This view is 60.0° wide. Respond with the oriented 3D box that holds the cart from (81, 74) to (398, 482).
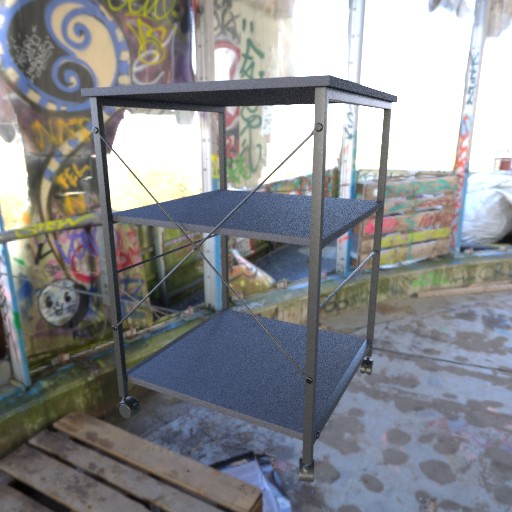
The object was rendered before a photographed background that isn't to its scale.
[{"bbox_3d":[0.000,0.000,1.098,0.521,0.762,0.520,8,18,27],"label":"cart"}]
